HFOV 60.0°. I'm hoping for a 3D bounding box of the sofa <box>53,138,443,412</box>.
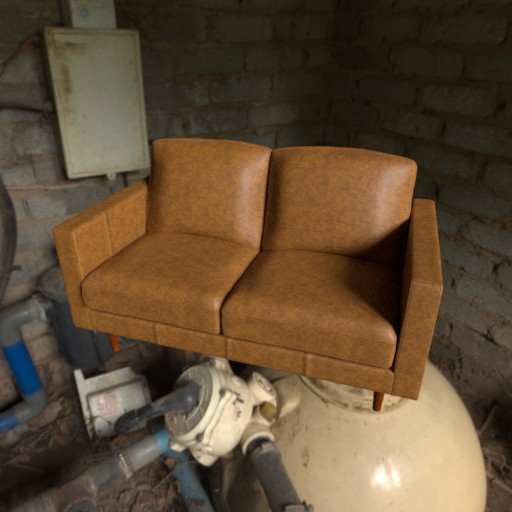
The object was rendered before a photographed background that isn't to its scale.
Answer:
[{"bbox_3d":[0.000,0.000,2.128,1.578,0.951,0.909,8,28,16],"label":"sofa"}]
